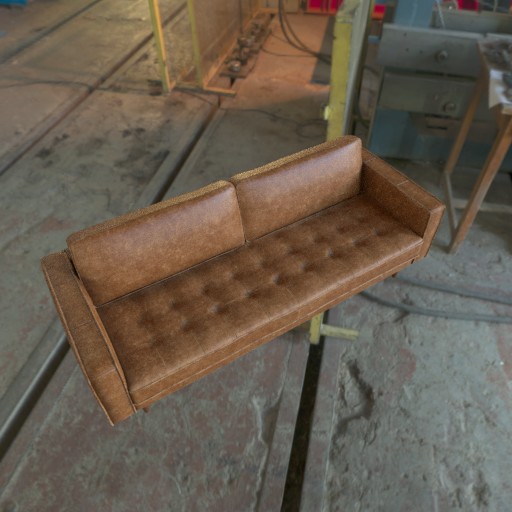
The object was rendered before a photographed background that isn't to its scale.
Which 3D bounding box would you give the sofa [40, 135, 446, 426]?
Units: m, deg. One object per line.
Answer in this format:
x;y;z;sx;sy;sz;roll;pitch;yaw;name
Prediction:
0.000;0.000;2.615;2.199;0.779;0.886;-24;50;-22;sofa
